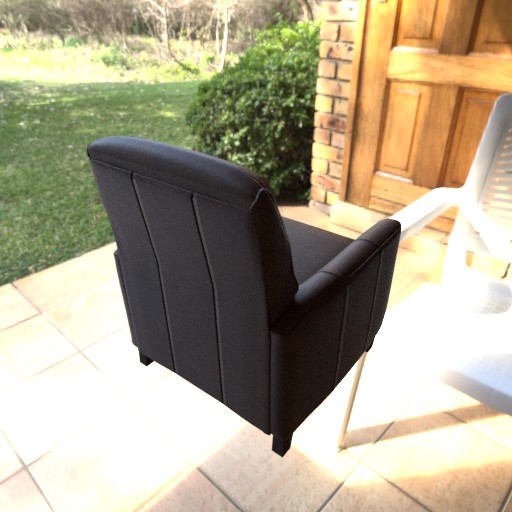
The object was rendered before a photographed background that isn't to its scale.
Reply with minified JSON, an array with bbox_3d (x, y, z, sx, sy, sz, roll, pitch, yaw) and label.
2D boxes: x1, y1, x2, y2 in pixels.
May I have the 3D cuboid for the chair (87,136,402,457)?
[{"bbox_3d":[0.000,0.000,1.666,0.839,1.010,0.850,21,37,32],"label":"chair"}]
